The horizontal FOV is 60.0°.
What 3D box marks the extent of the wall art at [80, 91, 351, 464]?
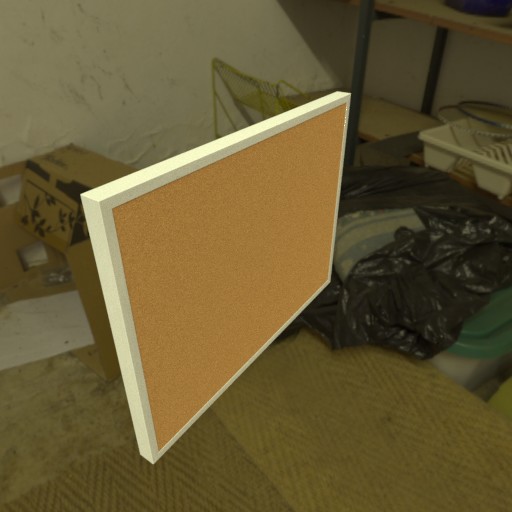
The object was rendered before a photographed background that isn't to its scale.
[{"bbox_3d":[0.000,0.000,1.369,0.053,0.787,1.041,21,38,29],"label":"wall art"}]
